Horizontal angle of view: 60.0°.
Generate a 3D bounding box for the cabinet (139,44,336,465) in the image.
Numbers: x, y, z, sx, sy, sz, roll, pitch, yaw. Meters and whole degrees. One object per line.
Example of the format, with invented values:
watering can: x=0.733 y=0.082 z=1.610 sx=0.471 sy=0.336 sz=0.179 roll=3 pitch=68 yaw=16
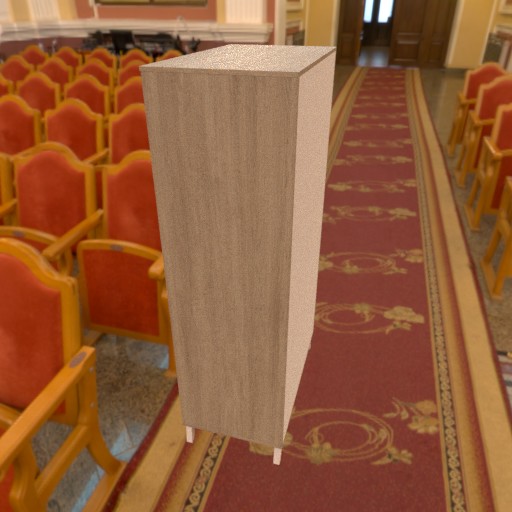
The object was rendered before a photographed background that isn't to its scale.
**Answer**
cabinet: x=0.000 y=0.000 z=2.407 sx=0.571 sy=1.999 sz=1.006 roll=8 pitch=31 yaw=14
